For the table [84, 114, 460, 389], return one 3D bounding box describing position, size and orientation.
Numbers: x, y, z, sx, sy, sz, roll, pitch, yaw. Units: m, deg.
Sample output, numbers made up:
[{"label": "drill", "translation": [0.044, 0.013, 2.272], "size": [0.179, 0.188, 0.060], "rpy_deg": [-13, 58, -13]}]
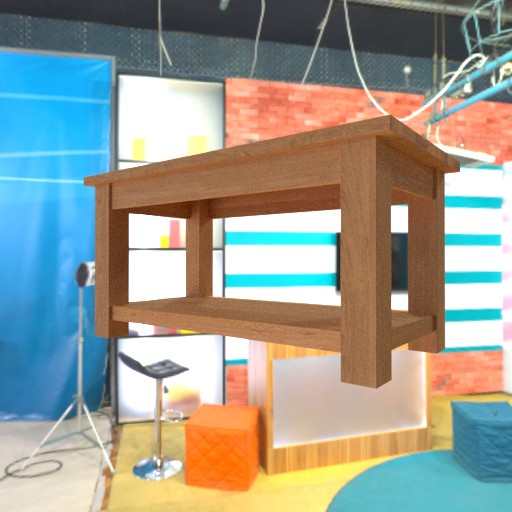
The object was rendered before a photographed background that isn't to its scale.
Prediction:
[{"label": "table", "translation": [0.000, 0.000, 1.167], "size": [0.899, 0.452, 0.450], "rpy_deg": [0, 0, 38]}]
